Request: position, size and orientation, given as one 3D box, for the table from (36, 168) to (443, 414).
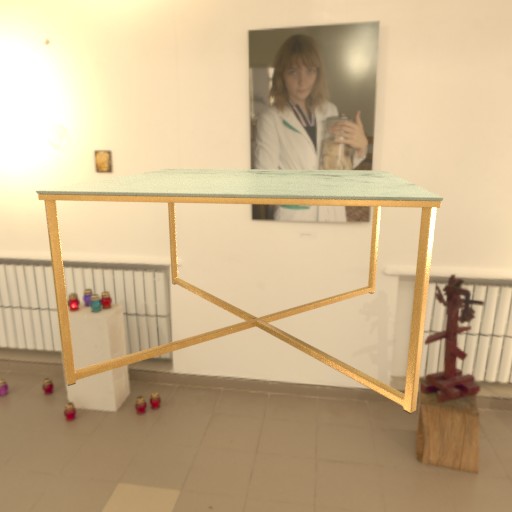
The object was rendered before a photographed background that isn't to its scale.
[{"bbox_3d":[0.000,0.000,1.294,0.800,0.450,0.800,2,15,8],"label":"table"}]
